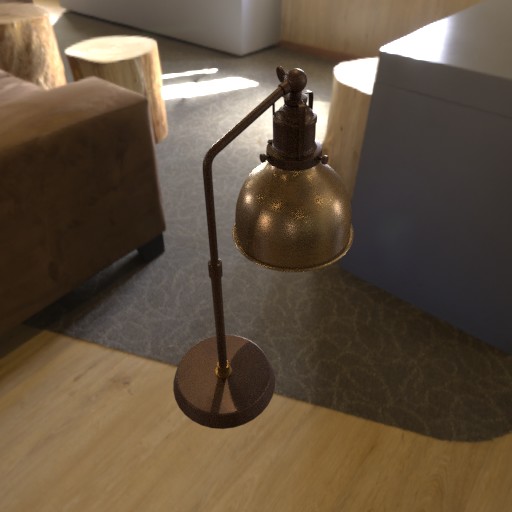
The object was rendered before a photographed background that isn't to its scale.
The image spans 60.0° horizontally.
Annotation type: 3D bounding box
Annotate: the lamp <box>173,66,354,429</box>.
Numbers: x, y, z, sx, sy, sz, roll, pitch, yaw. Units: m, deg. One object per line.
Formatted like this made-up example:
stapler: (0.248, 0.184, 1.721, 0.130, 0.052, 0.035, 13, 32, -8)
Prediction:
lamp: (0.000, 0.000, 0.601, 0.298, 0.469, 0.175, -25, 47, -26)
